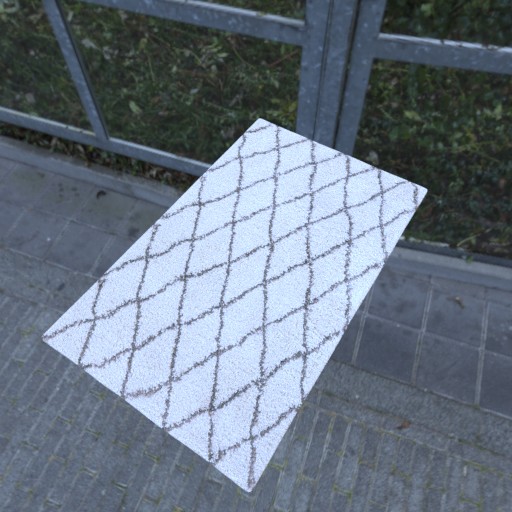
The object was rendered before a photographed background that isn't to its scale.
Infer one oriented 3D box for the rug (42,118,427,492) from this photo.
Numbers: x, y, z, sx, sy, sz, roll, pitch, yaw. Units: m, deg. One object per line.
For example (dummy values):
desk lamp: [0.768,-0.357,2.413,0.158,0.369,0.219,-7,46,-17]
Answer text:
rug: [0.000,0.000,3.021,1.524,0.030,2.438,28,60,18]
